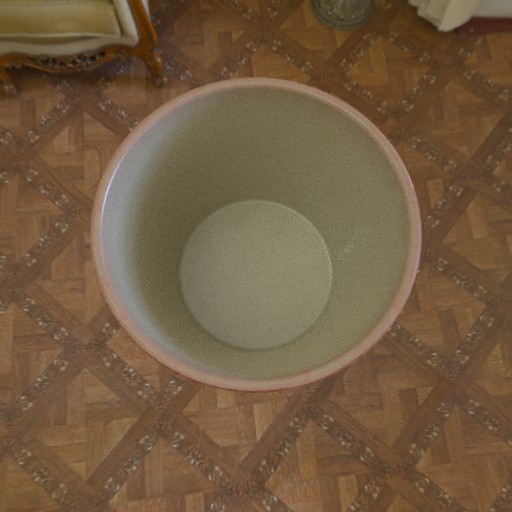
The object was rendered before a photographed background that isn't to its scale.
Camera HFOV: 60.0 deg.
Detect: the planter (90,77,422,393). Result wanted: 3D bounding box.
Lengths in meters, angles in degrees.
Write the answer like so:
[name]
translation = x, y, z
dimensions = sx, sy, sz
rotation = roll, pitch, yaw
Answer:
[planter]
translation = 0.000, 0.000, 0.478
dimensions = 0.273, 0.237, 0.273
rotation = 0, 75, 0
